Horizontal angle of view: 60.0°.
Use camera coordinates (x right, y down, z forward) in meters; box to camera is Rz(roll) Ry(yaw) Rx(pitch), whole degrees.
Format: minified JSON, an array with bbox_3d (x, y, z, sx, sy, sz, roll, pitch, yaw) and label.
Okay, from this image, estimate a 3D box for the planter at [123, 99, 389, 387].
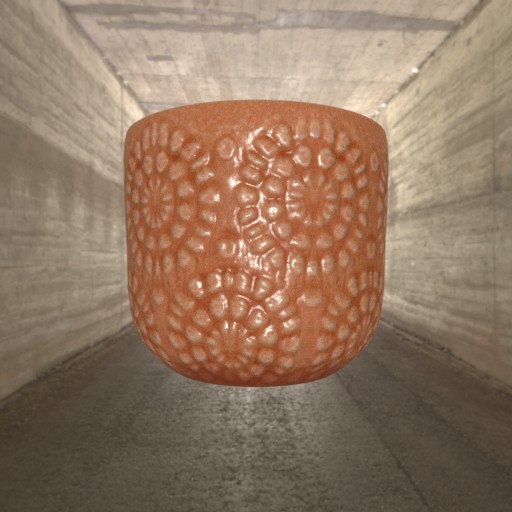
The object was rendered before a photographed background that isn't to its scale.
[{"bbox_3d":[0.000,0.000,0.216,0.124,0.109,0.124,0,-1,0],"label":"planter"}]
